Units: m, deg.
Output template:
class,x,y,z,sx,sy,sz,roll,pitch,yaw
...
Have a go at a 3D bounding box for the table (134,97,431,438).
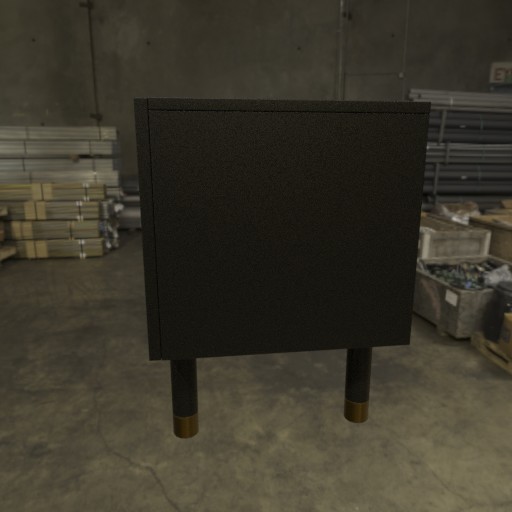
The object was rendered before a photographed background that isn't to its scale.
class,x,y,z,sx,sy,sz,roll,pitch,yaw
table,0.000,0.000,0.961,0.441,0.584,0.564,-2,13,-8
